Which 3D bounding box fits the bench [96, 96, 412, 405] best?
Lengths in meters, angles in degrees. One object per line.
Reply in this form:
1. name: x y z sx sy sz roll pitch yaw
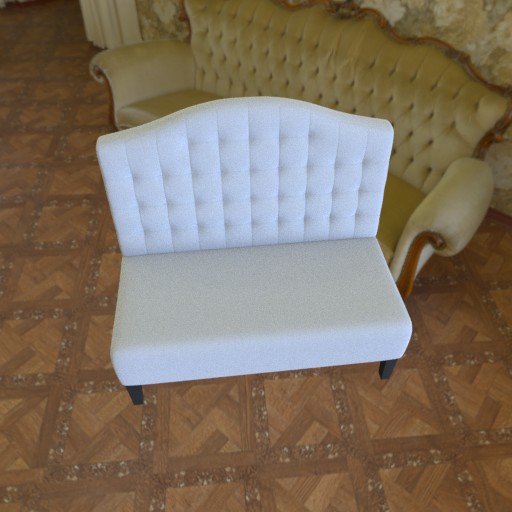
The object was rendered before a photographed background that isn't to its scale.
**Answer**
1. bench: 0.000 0.000 2.068 1.335 1.180 0.815 -5 47 -4
